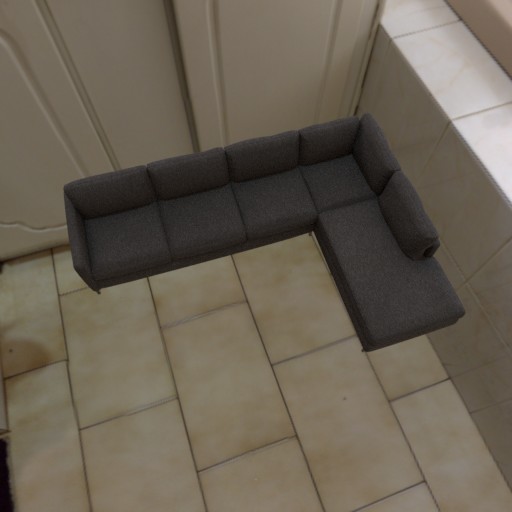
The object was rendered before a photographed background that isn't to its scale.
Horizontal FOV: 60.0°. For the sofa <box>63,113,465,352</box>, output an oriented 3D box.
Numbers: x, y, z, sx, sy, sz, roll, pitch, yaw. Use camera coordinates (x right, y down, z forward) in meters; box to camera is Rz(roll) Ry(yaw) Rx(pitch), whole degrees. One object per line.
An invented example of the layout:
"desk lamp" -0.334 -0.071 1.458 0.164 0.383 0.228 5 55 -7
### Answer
"sofa" 0.000 0.000 3.775 2.949 0.815 2.007 -15 64 -7
